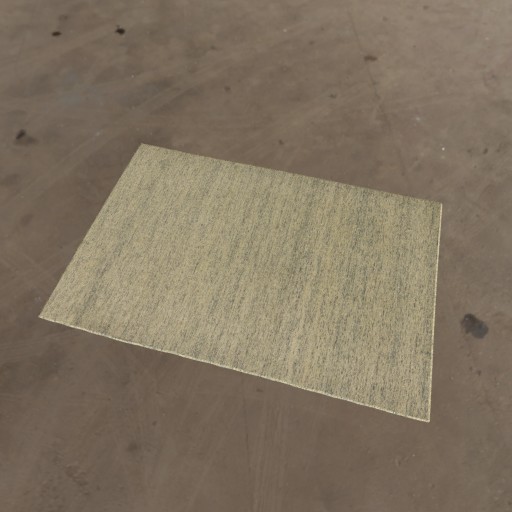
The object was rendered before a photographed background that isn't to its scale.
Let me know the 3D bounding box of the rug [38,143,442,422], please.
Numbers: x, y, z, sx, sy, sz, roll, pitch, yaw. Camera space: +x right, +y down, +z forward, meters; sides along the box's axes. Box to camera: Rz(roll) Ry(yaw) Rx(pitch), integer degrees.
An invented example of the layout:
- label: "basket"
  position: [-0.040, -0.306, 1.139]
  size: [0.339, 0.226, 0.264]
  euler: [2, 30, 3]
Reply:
- label: "rug"
  position: [0.000, 0.000, 2.318]
  size: [1.846, 0.014, 1.243]
  euler: [13, 58, 8]
